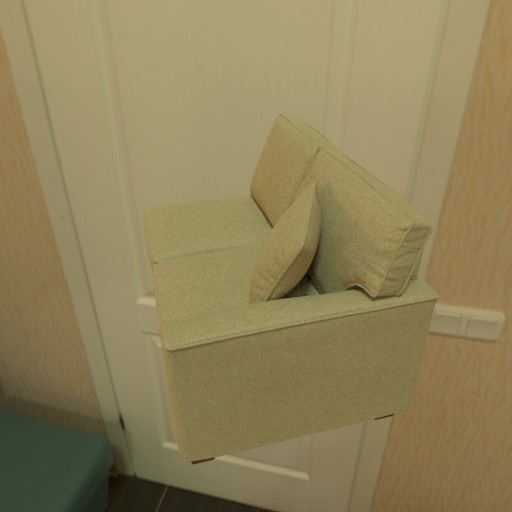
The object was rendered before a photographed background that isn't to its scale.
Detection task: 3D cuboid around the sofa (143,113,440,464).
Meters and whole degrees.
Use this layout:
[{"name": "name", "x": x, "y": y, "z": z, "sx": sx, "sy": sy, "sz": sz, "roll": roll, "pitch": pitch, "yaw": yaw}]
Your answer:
[{"name": "sofa", "x": 0.000, "y": 0.000, "z": 2.095, "sx": 0.991, "sy": 0.989, "sz": 1.388, "roll": -8, "pitch": 32, "yaw": -13}]
